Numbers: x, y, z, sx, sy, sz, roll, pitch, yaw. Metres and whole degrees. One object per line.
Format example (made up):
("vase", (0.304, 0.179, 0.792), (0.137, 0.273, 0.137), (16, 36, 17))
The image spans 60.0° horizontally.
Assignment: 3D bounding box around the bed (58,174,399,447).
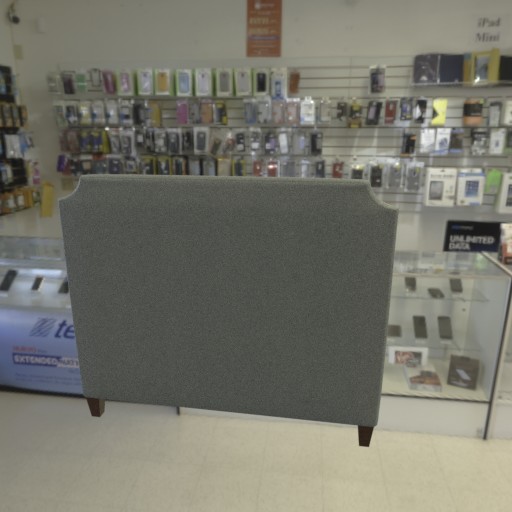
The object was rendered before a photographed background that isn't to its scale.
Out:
("bed", (0.000, 0.000, 3.408), (1.712, 1.443, 2.372), (3, 16, 9))
